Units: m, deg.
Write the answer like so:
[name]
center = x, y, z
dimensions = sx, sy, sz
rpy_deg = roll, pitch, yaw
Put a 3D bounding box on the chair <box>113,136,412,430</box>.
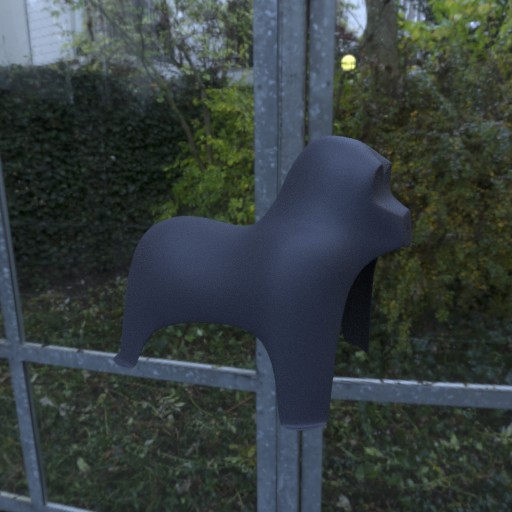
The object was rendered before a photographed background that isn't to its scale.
[chair]
center = 0.000, 0.000, 1.156
dimensions = 0.758, 0.600, 0.490
rpy_deg = 7, 15, 26
